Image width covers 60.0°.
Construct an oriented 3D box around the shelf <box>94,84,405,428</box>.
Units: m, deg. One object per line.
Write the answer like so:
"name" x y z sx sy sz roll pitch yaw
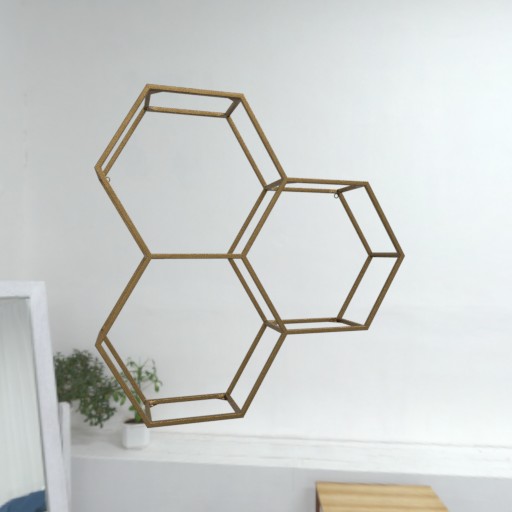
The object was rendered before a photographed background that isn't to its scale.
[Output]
"shelf" 0.000 0.000 1.044 0.708 0.701 0.150 0 0 -16
